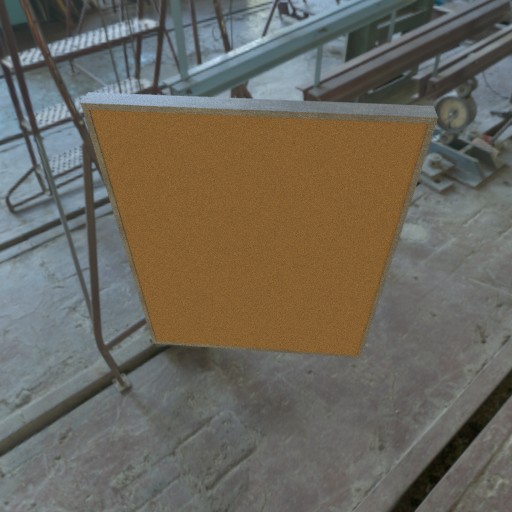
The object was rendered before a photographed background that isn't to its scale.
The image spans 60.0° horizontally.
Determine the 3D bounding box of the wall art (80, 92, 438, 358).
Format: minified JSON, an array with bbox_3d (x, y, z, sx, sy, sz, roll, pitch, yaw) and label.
[{"bbox_3d":[0.000,0.000,0.717,0.421,0.521,0.032,3,46,3],"label":"wall art"}]
